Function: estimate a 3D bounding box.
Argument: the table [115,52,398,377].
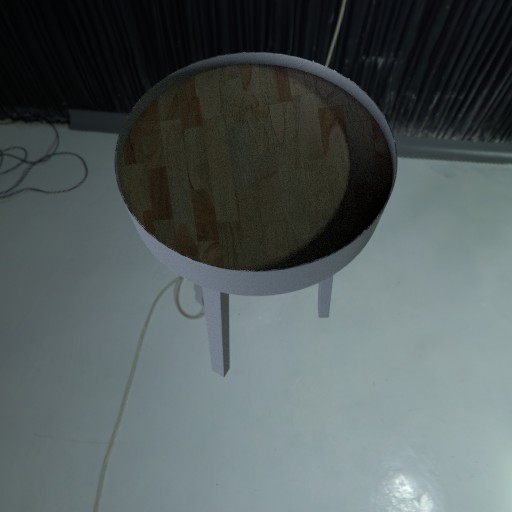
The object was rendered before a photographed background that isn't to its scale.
[{"bbox_3d":[0.000,0.000,0.946,0.406,0.686,0.406,1,62,0],"label":"table"}]
